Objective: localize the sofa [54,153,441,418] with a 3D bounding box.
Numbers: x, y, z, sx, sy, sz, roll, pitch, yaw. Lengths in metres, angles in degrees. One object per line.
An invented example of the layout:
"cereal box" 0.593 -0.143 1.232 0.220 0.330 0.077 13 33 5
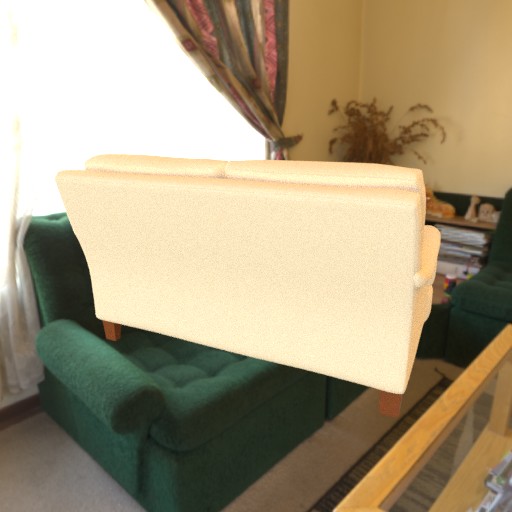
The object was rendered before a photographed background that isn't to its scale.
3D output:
"sofa" 0.000 0.000 2.463 1.853 1.101 1.084 8 19 25
